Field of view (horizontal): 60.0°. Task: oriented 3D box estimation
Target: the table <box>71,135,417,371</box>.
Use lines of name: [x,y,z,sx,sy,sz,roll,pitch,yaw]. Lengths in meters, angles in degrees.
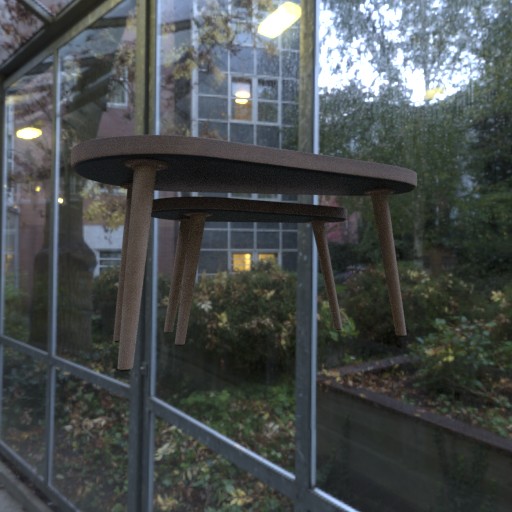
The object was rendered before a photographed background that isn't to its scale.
table: [0.000,0.000,1.551,1.190,0.595,0.701,0,-1,-19]
